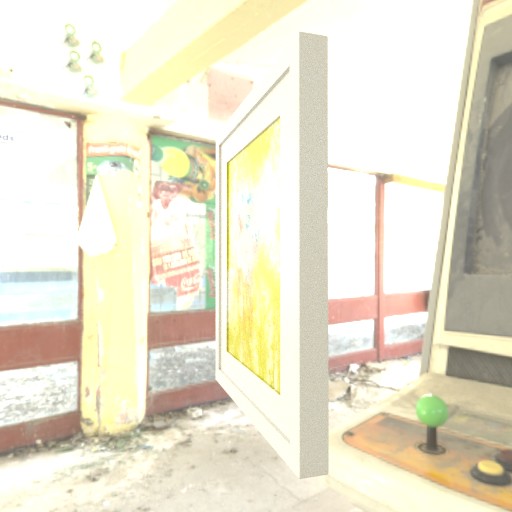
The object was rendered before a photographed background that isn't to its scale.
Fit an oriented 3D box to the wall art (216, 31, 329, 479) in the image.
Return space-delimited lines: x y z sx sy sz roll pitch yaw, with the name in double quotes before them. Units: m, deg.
"wall art" 0.000 0.000 0.537 0.028 0.381 0.331 0 -1 -17
